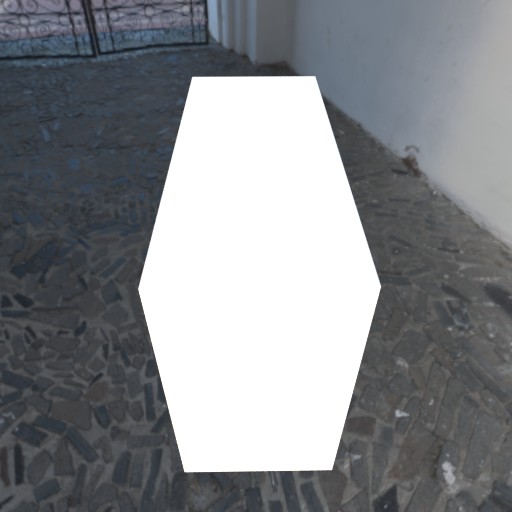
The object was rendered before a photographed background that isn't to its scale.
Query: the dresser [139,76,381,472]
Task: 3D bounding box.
[{"bbox_3d":[0.000,0.000,1.523,0.460,0.820,1.100,-1,42,-1],"label":"dresser"}]
